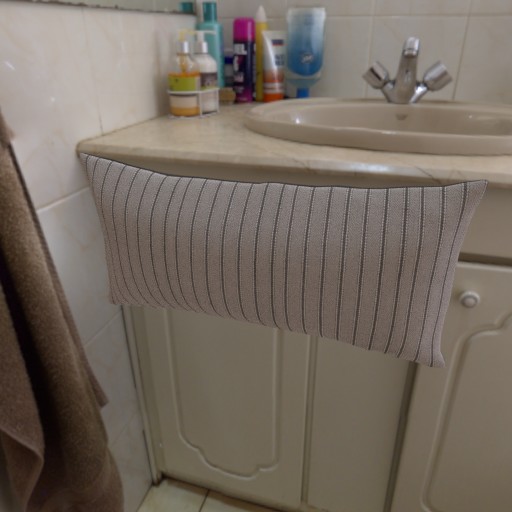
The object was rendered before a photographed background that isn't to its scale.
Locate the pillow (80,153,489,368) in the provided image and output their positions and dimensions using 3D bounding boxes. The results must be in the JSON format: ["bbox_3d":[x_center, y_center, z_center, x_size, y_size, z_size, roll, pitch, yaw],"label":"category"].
[{"bbox_3d":[0.000,0.000,0.701,0.609,0.305,0.151,9,27,17],"label":"pillow"}]
